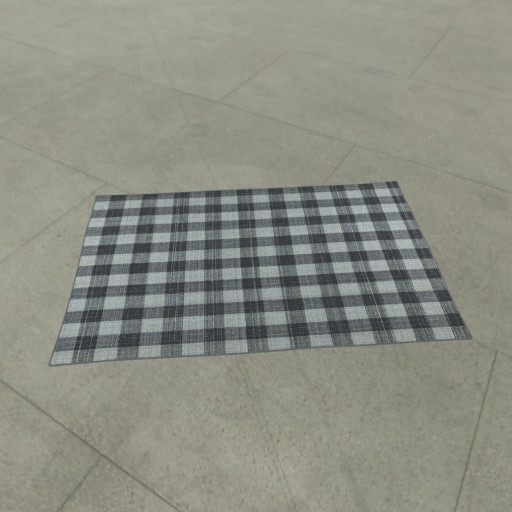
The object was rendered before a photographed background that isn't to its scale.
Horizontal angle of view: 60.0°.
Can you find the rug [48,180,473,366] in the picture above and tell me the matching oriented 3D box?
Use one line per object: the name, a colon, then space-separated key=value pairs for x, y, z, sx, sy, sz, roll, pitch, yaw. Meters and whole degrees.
rug: x=0.000 y=0.000 z=3.102 sx=2.476 sy=0.011 sz=1.554 roll=-3 pitch=46 yaw=-3
